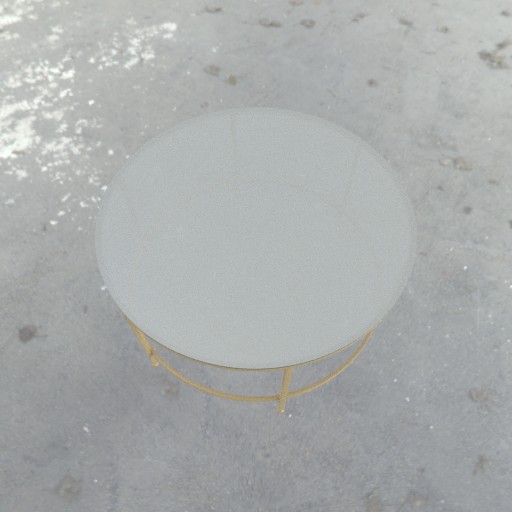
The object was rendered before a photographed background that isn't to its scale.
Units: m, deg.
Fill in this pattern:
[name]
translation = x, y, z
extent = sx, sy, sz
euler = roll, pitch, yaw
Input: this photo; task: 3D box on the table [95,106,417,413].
[table]
translation = 0.000, 0.000, 1.471
extent = 0.914, 0.470, 0.914
euler = 0, 58, 0
